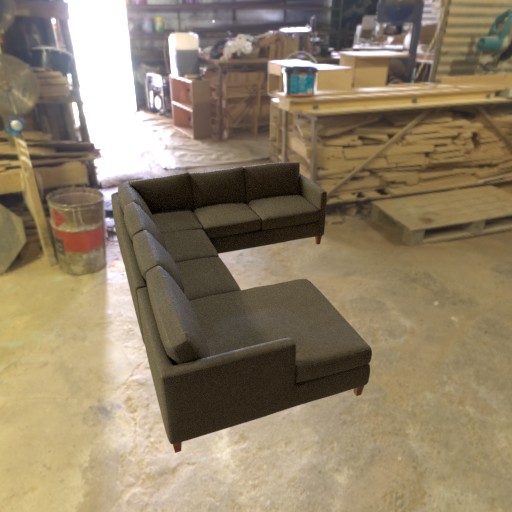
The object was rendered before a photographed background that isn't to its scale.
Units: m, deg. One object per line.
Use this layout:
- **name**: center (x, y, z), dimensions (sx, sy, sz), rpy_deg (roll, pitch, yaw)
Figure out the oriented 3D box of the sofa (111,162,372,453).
- **sofa**: center (0.000, 0.000, 4.628), dimensions (2.594, 0.961, 3.460), rpy_deg (-10, 30, -18)
